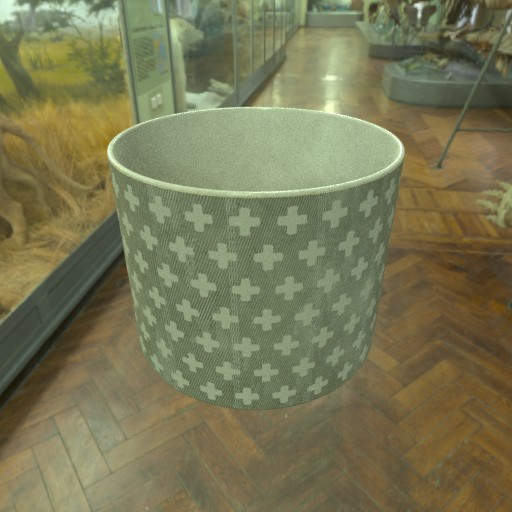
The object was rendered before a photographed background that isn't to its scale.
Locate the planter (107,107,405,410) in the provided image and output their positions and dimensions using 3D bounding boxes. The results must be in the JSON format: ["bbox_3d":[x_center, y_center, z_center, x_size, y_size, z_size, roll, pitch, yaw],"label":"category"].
[{"bbox_3d":[0.000,0.000,0.339,0.190,0.181,0.190,0,31,0],"label":"planter"}]
